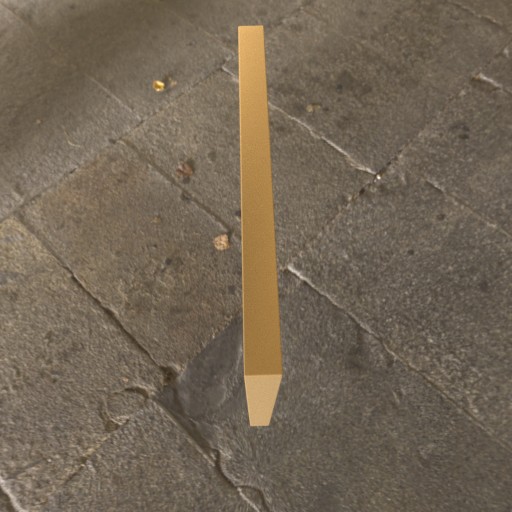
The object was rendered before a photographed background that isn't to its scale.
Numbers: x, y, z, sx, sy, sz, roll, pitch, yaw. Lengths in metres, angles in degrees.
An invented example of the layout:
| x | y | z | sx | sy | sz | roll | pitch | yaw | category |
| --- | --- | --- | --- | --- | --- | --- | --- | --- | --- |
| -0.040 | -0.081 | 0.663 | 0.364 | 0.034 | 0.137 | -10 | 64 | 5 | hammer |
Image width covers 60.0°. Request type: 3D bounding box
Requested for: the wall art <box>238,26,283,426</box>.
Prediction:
| x | y | z | sx | sy | sz | roll | pitch | yaw | category |
| --- | --- | --- | --- | --- | --- | --- | --- | --- | --- |
| 0.000 | 0.000 | 0.463 | 0.023 | 0.305 | 0.305 | -1 | 64 | -1 | wall art |
